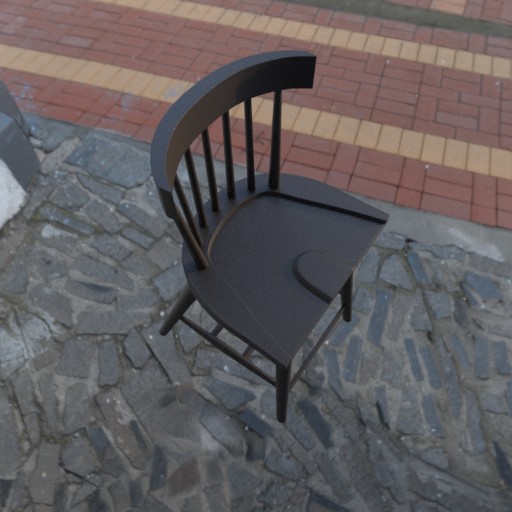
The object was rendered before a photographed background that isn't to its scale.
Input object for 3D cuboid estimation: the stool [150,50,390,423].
[{"bbox_3d":[0.000,0.000,1.218,0.549,0.953,0.494,31,63,18],"label":"stool"}]
